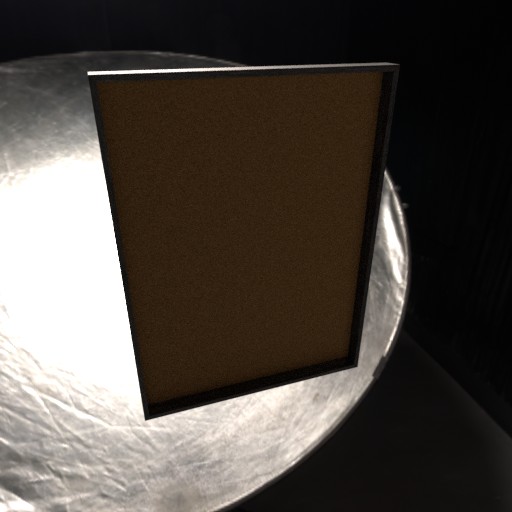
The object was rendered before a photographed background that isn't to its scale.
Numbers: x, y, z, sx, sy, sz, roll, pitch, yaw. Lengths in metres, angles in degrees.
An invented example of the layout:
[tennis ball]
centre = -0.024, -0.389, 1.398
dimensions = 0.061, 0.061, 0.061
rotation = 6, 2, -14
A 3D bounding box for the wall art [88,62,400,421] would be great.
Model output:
[wall art]
centre = 0.000, 0.000, 1.296
dimensions = 0.762, 1.016, 0.063
rotation = -9, 29, -17
